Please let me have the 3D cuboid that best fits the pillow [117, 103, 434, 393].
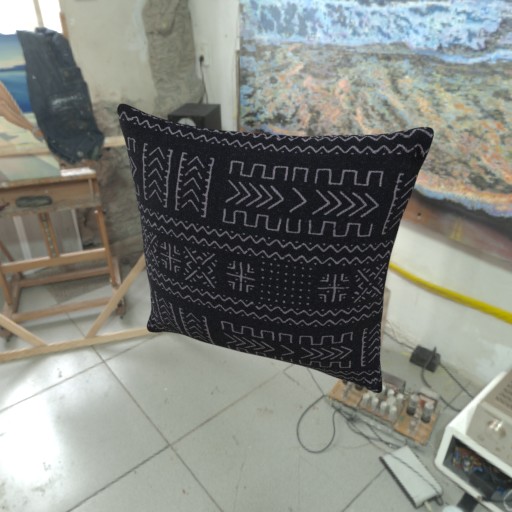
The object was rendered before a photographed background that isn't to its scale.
[{"bbox_3d":[0.000,0.000,0.680,0.438,0.430,0.164,11,33,17],"label":"pillow"}]
